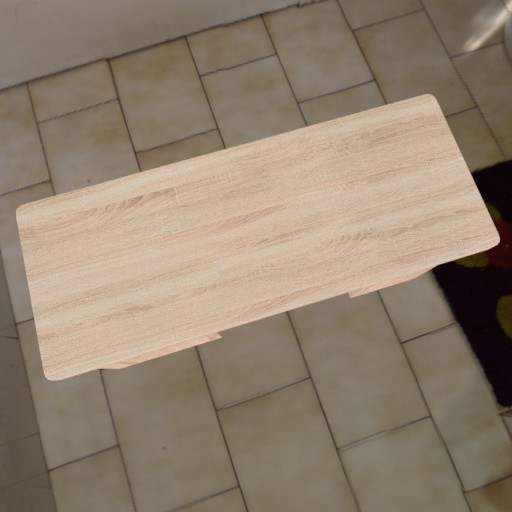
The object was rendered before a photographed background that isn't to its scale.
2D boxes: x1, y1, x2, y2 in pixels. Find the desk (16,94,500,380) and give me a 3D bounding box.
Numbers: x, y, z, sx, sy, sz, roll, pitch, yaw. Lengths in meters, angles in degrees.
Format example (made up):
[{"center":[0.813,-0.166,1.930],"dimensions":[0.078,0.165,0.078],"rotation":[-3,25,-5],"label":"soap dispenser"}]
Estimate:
[{"center":[0.000,0.000,1.727],"dimensions":[1.400,0.760,0.550],"rotation":[-16,76,-4],"label":"desk"}]
